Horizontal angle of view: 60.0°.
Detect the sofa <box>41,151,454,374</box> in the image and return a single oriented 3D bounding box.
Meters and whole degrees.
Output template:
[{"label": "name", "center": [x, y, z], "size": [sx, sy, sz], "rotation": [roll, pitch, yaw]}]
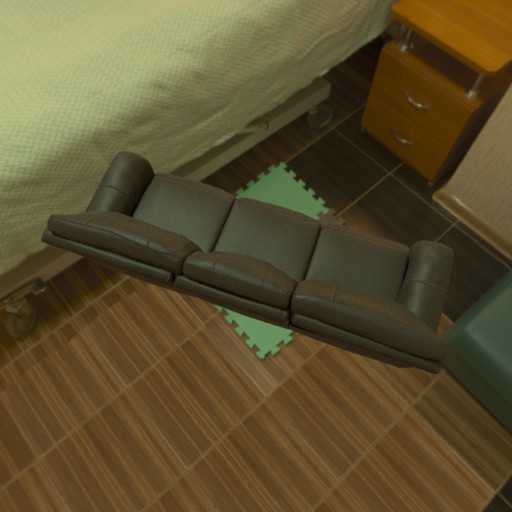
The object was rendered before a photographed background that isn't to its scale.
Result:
[{"label": "sofa", "center": [0.000, 0.000, 3.200], "size": [2.627, 1.134, 1.104], "rotation": [18, 65, 9]}]
